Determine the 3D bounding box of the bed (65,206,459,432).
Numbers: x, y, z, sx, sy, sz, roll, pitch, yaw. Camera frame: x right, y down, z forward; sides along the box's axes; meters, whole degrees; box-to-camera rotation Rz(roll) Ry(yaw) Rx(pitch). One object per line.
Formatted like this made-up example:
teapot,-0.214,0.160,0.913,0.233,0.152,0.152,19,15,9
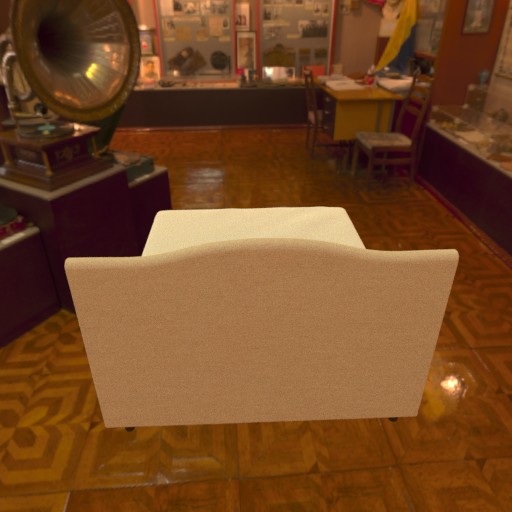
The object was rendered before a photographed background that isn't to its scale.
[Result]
bed,0.000,0.000,3.550,2.083,1.421,2.182,-1,30,-2
